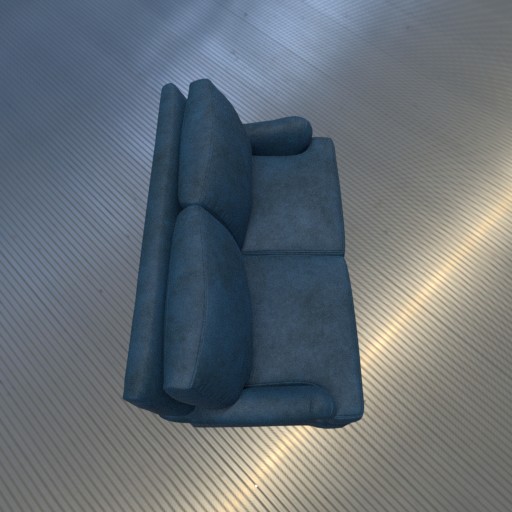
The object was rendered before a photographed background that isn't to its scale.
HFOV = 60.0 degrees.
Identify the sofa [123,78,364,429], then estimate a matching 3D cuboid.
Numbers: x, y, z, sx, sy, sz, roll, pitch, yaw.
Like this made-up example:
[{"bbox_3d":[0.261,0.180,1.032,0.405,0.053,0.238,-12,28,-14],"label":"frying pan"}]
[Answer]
[{"bbox_3d":[0.000,0.000,2.563,1.084,1.101,1.853,0,63,0],"label":"sofa"}]
